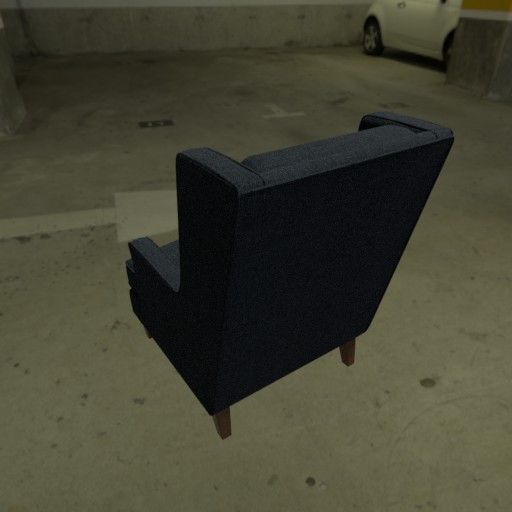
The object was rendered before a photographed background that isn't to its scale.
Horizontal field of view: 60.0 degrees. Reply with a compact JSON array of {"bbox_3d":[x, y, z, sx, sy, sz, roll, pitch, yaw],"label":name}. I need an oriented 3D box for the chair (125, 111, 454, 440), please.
[{"bbox_3d":[0.000,0.000,1.696,0.764,1.072,0.947,-20,36,-29],"label":"chair"}]
